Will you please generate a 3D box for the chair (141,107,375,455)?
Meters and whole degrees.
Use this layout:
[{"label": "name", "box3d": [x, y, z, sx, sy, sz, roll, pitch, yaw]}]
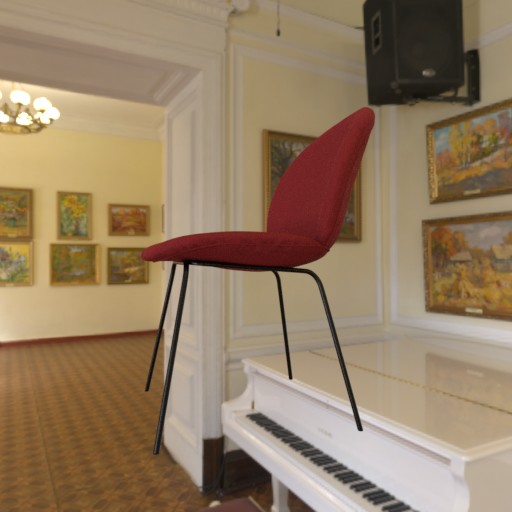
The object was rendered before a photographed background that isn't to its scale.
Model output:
[{"label": "chair", "box3d": [0.000, 0.000, 1.167, 0.587, 0.791, 0.458, 0, 0, -16]}]
